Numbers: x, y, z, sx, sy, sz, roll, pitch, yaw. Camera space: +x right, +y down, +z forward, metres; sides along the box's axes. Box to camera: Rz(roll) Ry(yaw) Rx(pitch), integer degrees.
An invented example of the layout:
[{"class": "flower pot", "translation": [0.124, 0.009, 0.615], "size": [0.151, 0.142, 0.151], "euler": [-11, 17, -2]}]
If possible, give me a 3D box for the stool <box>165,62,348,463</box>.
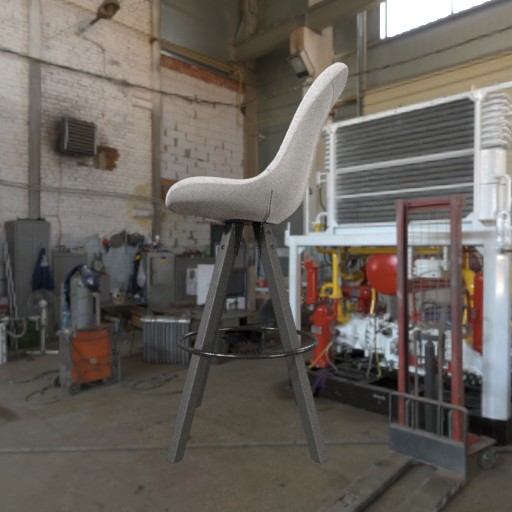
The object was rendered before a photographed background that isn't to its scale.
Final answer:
[{"class": "stool", "translation": [0.000, 0.000, 1.411], "size": [0.550, 1.115, 0.485], "euler": [0, 1, 0]}]
